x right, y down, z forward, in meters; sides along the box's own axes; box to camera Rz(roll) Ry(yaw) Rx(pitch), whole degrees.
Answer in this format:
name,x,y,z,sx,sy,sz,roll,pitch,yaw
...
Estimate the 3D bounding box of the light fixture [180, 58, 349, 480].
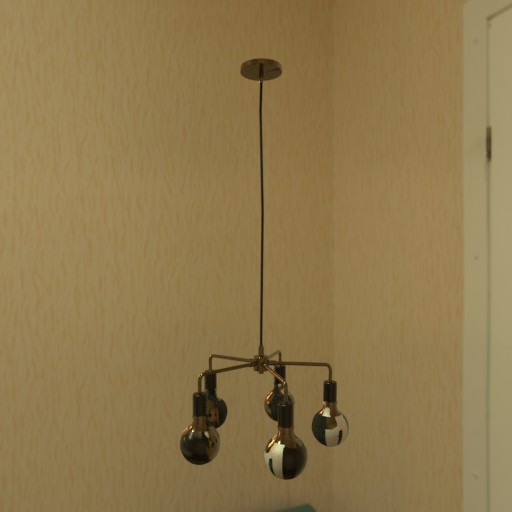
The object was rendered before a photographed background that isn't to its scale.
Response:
name,x,y,z,sx,sy,sz,roll,pitch,yaw
light fixture,0.000,0.000,1.172,0.421,0.988,0.438,0,0,37
